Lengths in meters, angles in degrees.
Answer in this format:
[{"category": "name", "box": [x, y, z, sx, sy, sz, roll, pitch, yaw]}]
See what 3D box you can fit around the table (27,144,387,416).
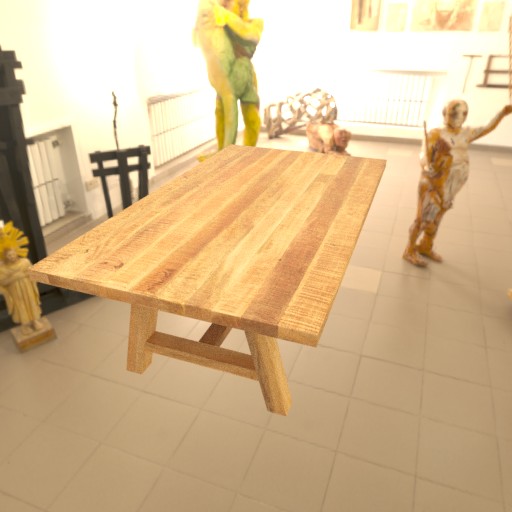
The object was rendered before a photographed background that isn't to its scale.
[{"category": "table", "box": [0.000, 0.000, 1.670, 0.760, 0.455, 1.320, 10, 30, 18]}]
